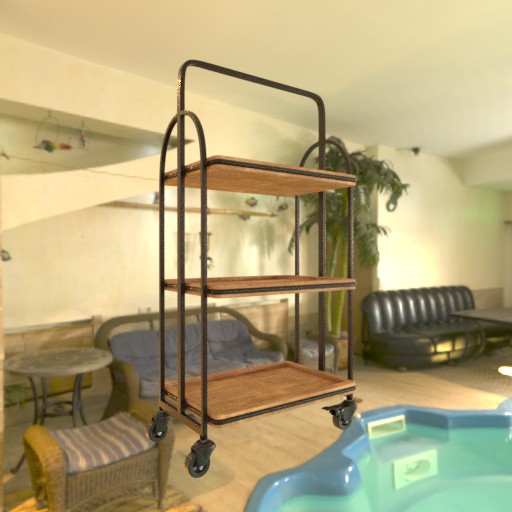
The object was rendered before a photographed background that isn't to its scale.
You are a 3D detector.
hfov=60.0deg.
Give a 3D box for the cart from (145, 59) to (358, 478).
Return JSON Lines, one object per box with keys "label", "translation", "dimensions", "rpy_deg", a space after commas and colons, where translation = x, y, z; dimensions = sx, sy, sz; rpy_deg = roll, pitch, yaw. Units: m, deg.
{"label": "cart", "translation": [0.000, 0.000, 1.250], "dimensions": [0.553, 1.001, 0.327], "rpy_deg": [0, 0, -35]}
